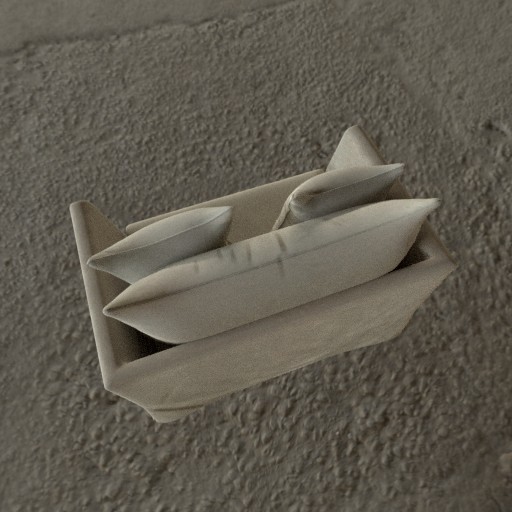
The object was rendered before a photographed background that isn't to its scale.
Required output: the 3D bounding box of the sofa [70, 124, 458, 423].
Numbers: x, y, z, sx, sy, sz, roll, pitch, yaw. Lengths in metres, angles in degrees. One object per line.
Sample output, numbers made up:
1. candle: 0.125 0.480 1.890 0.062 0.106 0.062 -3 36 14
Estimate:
1. sofa: 0.000 0.000 2.269 1.608 1.040 1.035 -18 61 -10
